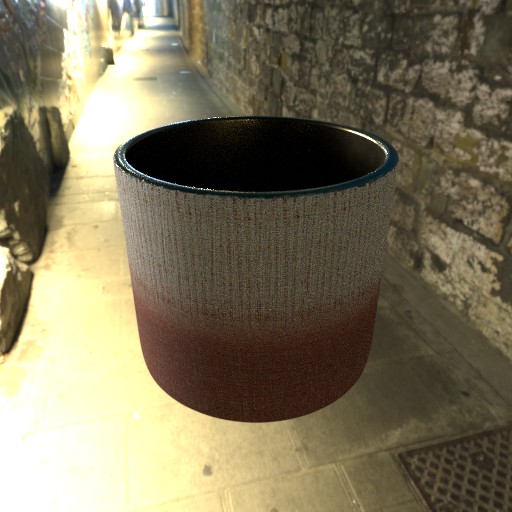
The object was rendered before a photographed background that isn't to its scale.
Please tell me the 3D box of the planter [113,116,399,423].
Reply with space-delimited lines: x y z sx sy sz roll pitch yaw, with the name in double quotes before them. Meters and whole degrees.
"planter" 0.000 0.000 0.397 0.221 0.201 0.221 0 30 0
